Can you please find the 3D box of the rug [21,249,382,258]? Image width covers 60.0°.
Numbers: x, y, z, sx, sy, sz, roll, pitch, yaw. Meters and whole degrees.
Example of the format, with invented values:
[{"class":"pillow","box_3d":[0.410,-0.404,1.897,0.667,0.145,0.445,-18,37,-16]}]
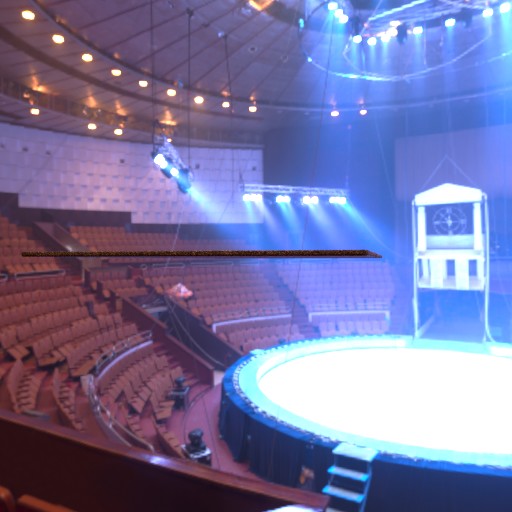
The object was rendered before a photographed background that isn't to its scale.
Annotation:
[{"class":"rug","box_3d":[0.000,0.000,3.387,1.802,0.026,2.699,0,-1,17]}]
